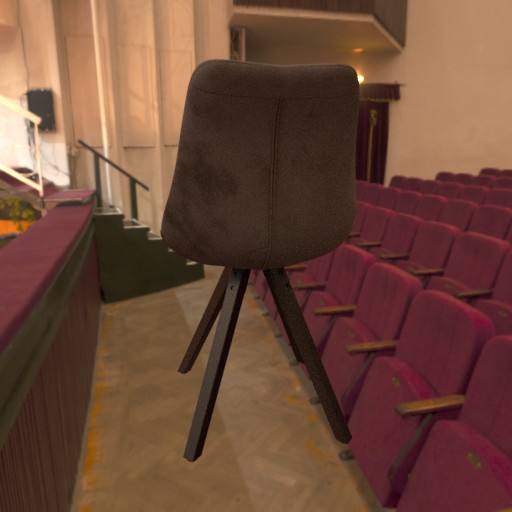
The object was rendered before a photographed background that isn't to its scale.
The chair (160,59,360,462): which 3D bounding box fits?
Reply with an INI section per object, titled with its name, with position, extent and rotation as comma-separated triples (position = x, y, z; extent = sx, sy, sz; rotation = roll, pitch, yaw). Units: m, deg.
[chair]
position = 0.000, 0.000, 1.147
extent = 0.476, 0.850, 0.550
rotation = -2, 14, -10
